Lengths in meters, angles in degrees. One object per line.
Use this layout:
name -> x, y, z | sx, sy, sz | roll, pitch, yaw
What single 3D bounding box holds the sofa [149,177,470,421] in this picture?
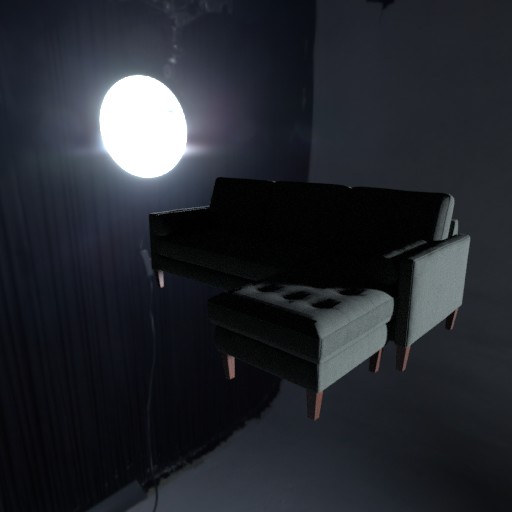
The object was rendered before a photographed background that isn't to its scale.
sofa -> 0.000, 0.000, 2.893 | 2.178, 0.876, 1.506 | 13, 19, 40
